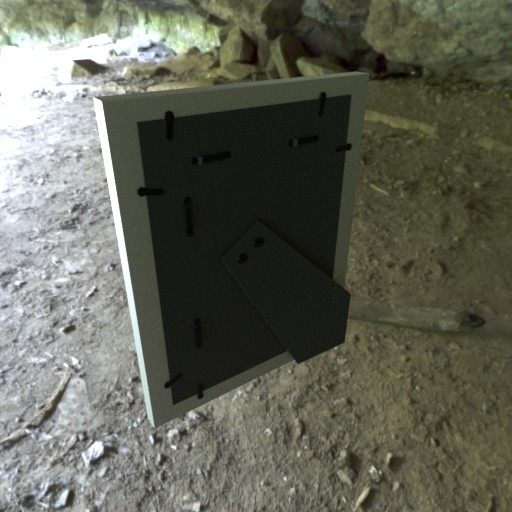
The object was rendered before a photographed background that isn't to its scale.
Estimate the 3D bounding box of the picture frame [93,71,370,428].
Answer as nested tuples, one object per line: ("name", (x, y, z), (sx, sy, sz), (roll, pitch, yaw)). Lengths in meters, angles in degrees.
("picture frame", (0.000, 0.000, 0.529), (0.307, 0.386, 0.036), (-18, 34, -29))
